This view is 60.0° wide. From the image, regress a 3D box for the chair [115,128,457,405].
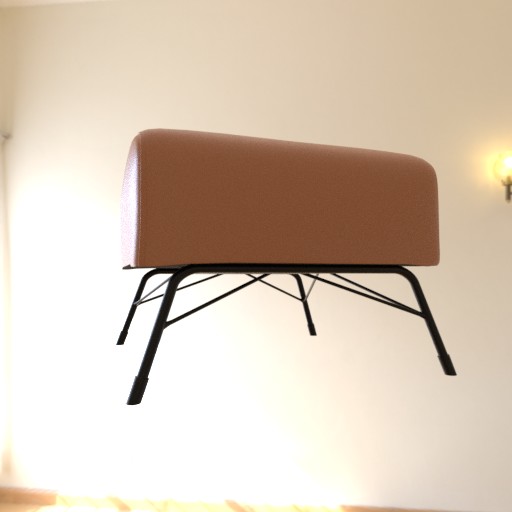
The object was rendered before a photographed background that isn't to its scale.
[{"bbox_3d":[0.000,0.000,0.907,0.530,0.410,0.530,1,-3,-19],"label":"chair"}]
